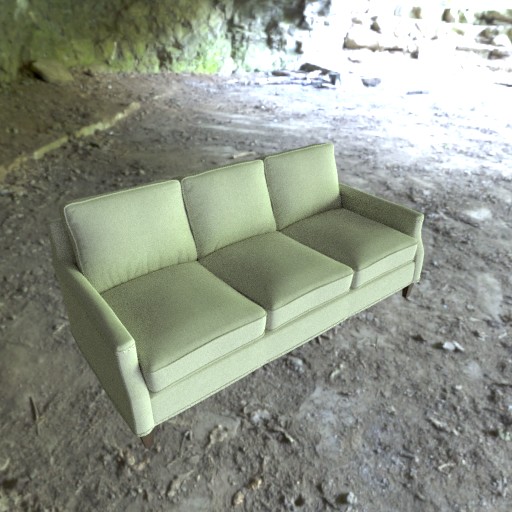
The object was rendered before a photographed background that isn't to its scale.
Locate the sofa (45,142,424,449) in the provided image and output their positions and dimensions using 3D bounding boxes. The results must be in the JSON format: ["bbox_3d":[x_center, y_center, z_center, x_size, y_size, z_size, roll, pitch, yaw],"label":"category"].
[{"bbox_3d":[0.000,0.000,2.844,2.246,1.003,1.084,-21,36,-32],"label":"sofa"}]
